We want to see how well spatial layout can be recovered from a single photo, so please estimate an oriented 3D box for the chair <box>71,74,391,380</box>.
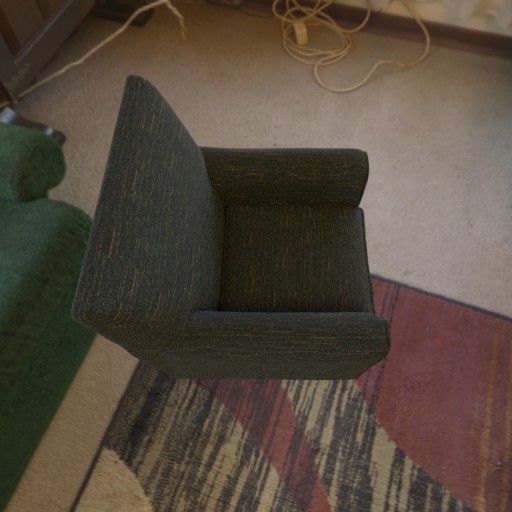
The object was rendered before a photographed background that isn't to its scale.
[{"bbox_3d":[0.000,0.000,1.655,0.873,0.928,0.864,1,62,1],"label":"chair"}]
